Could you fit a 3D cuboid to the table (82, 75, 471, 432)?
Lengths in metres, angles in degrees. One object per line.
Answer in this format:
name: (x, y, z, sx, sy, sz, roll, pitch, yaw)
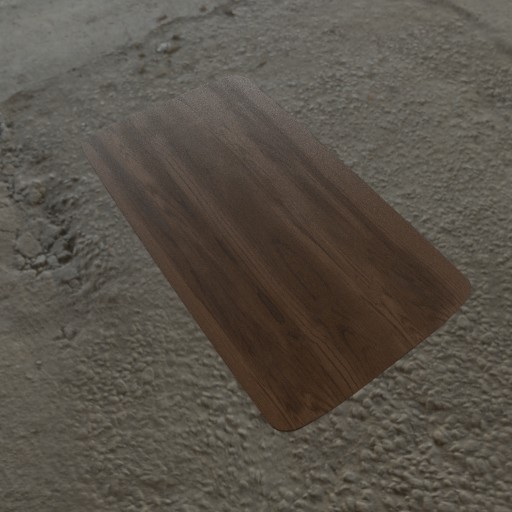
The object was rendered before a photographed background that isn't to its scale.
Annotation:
table: (0.000, 0.000, 2.194, 0.949, 0.765, 1.643, -31, 63, -18)
